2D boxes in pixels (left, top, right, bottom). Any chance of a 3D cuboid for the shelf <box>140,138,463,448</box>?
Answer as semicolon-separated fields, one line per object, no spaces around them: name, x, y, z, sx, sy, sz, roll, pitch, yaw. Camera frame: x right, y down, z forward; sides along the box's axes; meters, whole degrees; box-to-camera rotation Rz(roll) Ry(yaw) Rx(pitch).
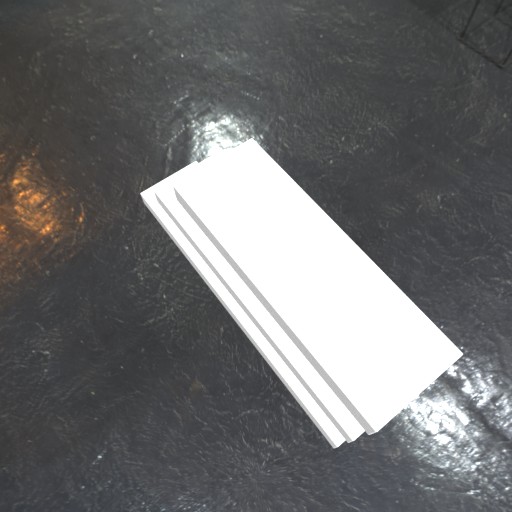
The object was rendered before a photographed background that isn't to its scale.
shelf;0.000;0.000;0.733;0.140;0.293;0.610;-34;68;-16
